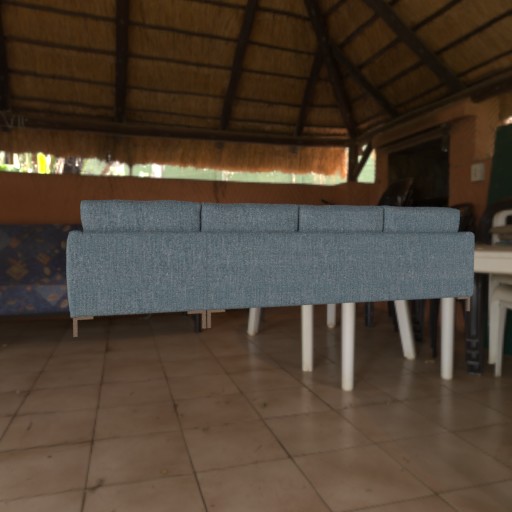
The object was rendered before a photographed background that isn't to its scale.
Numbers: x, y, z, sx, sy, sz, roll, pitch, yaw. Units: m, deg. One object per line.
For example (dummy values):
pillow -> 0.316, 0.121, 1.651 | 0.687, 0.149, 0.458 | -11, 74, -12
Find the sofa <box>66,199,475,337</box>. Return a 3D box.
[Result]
sofa -> 0.000, 0.000, 3.635 | 2.737, 0.753, 1.879 | -1, 3, -18
